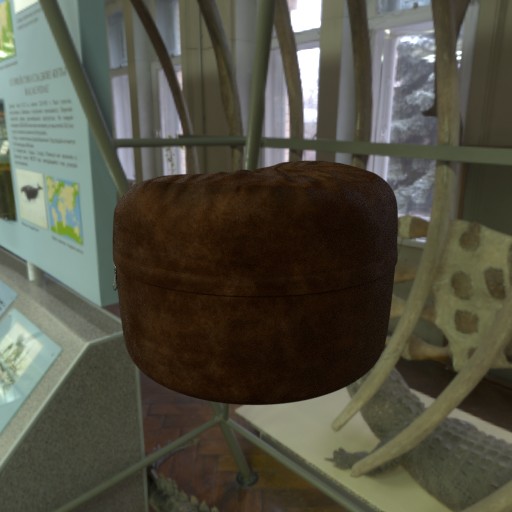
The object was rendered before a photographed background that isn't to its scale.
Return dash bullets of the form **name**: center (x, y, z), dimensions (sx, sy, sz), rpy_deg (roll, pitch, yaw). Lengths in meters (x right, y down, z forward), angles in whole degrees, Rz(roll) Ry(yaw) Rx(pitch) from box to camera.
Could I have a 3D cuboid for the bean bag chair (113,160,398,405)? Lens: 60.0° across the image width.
- **bean bag chair**: center (0.000, 0.000, 1.504), dimensions (0.918, 0.616, 0.918), rpy_deg (0, 15, 0)
